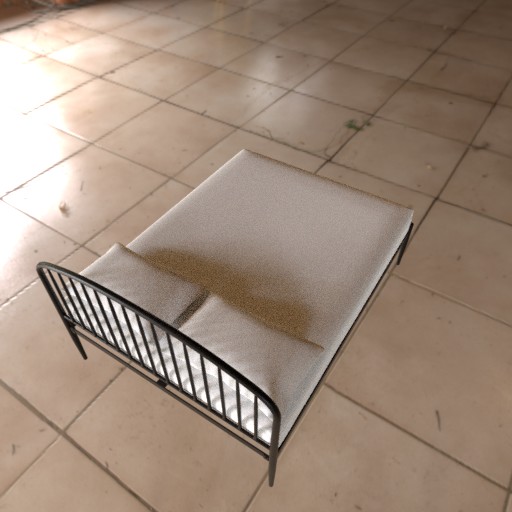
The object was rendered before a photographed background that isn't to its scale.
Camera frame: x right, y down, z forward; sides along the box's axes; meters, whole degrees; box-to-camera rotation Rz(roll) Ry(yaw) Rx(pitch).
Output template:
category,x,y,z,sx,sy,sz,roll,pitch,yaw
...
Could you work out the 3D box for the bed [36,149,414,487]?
category,x,y,z,sx,sy,sz,roll,pitch,yaw
bed,0.000,0.000,3.115,1.618,1.166,2.159,25,51,22
